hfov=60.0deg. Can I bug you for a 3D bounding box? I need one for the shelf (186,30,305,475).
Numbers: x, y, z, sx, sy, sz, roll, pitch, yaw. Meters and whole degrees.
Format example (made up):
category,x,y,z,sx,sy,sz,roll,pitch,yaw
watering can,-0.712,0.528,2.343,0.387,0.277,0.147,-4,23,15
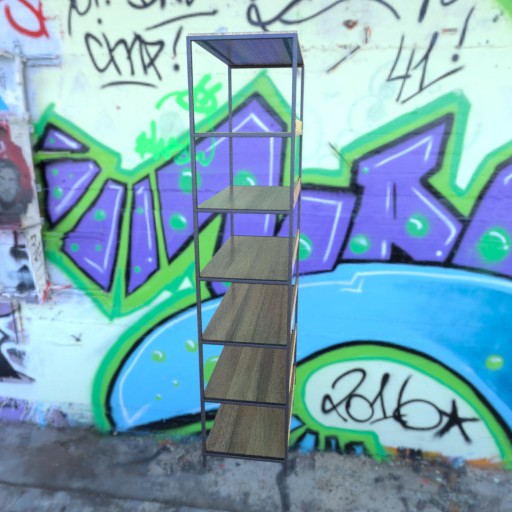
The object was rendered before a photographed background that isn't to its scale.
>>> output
category,x,y,z,sx,sy,sz,roll,pitch,yaw
shelf,0.000,0.000,2.361,0.431,2.015,0.847,2,16,7
